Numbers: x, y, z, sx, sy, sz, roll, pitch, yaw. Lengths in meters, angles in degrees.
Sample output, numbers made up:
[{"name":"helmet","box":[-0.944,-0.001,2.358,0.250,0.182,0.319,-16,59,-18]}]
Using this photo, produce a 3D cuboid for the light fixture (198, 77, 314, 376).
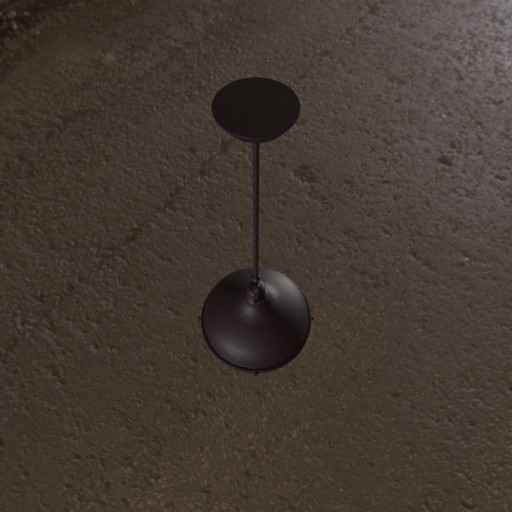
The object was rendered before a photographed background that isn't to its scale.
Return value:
[{"name":"light fixture","box":[0.000,0.000,1.012,0.341,0.849,0.341,0,59,0]}]
